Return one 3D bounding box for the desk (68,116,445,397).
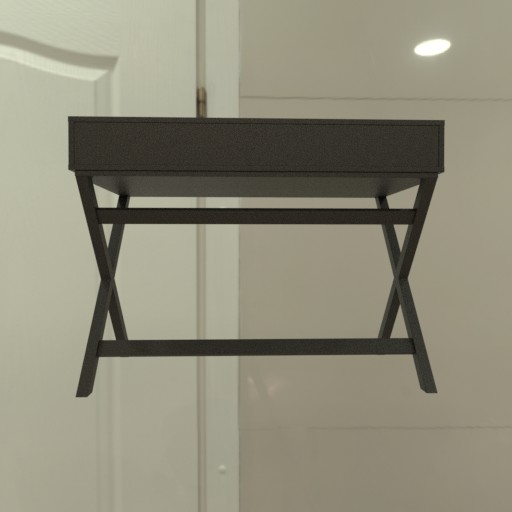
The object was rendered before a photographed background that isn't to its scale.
[{"bbox_3d":[0.000,0.000,1.499,1.057,0.780,0.504,0,1,-2],"label":"desk"}]
